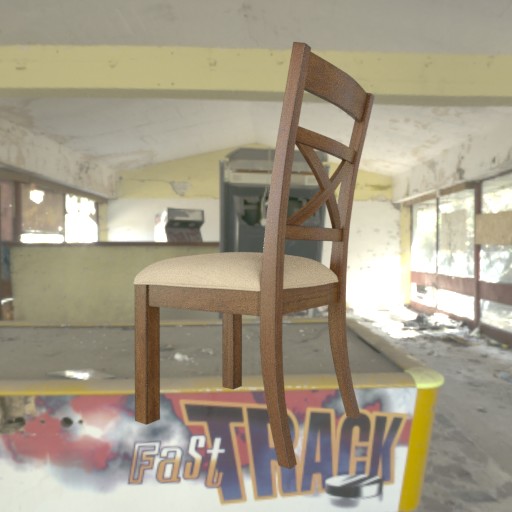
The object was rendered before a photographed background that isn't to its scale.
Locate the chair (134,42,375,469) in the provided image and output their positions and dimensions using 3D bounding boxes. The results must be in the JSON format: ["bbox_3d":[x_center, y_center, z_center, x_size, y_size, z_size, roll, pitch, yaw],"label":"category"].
[{"bbox_3d":[0.000,0.000,1.290,0.581,0.949,0.461,1,1,36],"label":"chair"}]
